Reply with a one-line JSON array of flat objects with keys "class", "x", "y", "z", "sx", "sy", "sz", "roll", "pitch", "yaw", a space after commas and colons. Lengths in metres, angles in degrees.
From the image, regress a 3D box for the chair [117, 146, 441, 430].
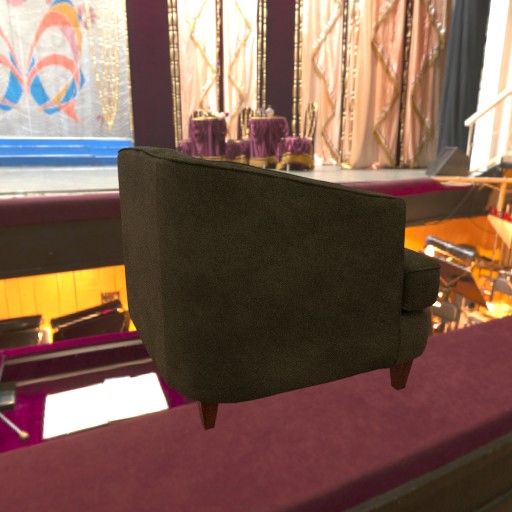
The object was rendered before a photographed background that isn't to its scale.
[{"class": "chair", "x": 0.000, "y": 0.000, "z": 1.777, "sx": 0.941, "sy": 0.852, "sz": 1.104, "roll": -7, "pitch": 16, "yaw": -25}]
